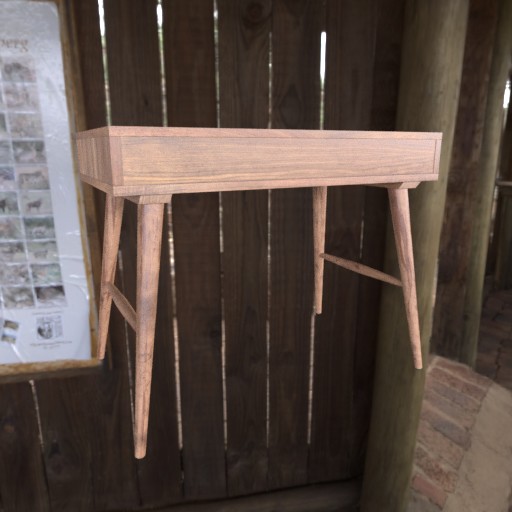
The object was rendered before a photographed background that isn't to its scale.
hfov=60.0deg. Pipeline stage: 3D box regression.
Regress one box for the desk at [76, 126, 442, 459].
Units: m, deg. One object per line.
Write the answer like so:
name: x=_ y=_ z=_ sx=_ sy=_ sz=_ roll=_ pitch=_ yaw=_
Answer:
desk: x=0.000 y=0.000 z=1.415 sx=0.949 sy=0.758 sz=0.588 roll=-7 pitch=16 yaw=-27
